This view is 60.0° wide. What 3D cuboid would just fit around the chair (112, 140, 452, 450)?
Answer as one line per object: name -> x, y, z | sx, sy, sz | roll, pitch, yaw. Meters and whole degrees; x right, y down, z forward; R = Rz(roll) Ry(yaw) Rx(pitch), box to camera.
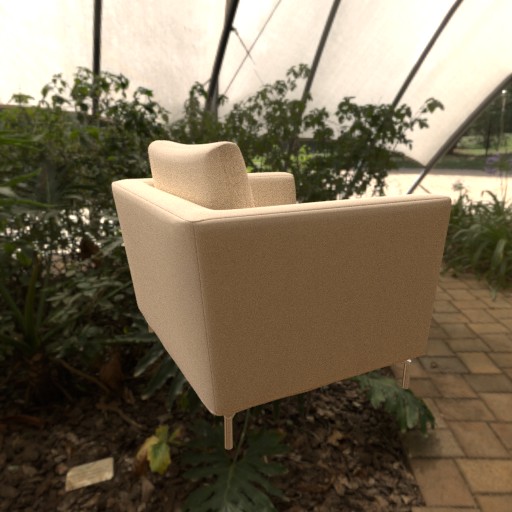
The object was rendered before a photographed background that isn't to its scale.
chair -> 0.000, 0.000, 1.706 | 0.889, 0.865, 1.041 | -8, 17, -26
